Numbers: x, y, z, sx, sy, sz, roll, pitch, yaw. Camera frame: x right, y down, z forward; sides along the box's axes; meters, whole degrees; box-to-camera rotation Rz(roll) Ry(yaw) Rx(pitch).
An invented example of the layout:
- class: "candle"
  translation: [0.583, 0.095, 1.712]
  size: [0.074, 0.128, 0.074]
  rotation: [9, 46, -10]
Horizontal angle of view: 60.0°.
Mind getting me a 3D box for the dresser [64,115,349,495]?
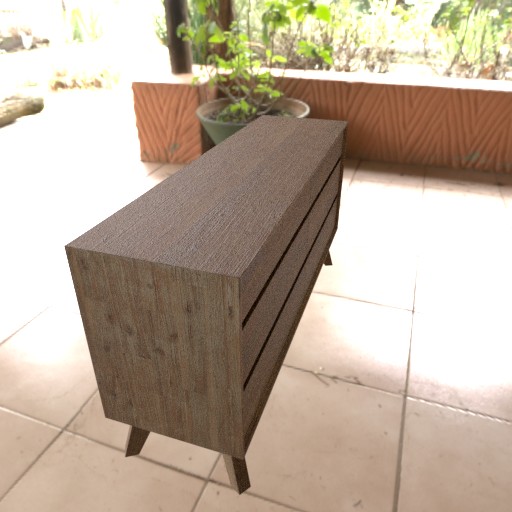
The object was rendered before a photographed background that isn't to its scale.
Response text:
- class: "dresser"
  translation: [0.000, 0.000, 1.845]
  size: [0.455, 0.805, 1.554]
  rotation: [9, 31, 16]
